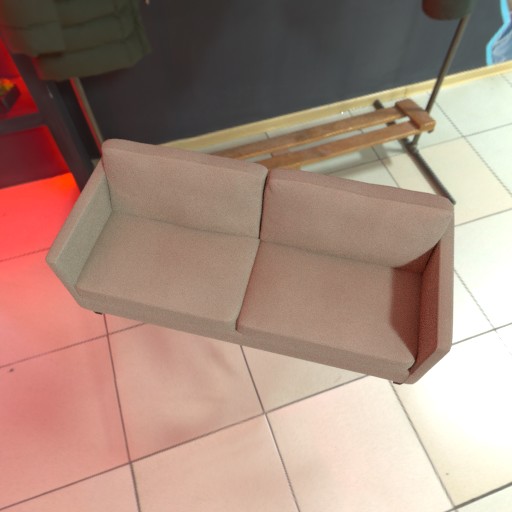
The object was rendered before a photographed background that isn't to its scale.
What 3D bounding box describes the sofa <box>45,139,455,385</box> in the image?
[{"bbox_3d":[0.000,0.000,2.701,2.181,0.932,0.948,12,59,7],"label":"sofa"}]
